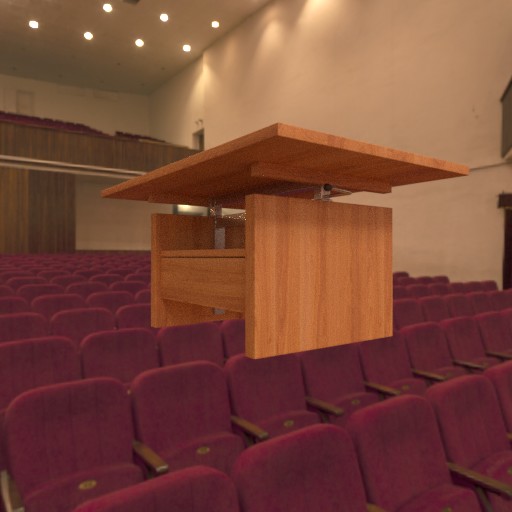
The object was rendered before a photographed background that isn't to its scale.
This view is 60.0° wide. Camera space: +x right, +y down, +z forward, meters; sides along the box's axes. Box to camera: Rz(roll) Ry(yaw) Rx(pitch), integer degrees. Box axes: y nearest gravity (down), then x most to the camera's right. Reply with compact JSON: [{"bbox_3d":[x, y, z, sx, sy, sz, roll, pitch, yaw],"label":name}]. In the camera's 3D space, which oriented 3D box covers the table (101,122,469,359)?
[{"bbox_3d":[0.000,0.000,1.498,0.700,0.510,1.100,0,0,-36],"label":"table"}]
